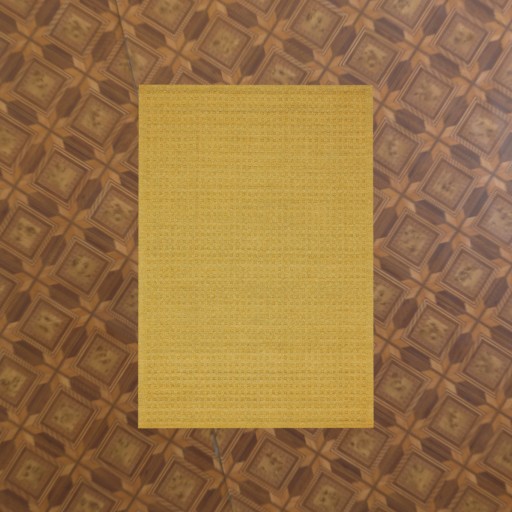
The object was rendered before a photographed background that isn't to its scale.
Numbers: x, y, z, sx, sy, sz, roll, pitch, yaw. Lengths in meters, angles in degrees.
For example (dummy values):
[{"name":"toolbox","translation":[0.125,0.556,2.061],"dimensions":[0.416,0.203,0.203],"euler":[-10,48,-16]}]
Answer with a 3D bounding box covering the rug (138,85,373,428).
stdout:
[{"name":"rug","translation":[0.000,0.000,3.745],"dimensions":[1.981,0.006,2.895],"euler":[0,90,0]}]
